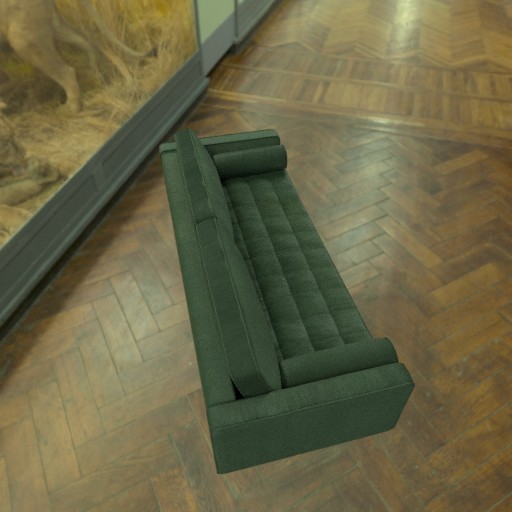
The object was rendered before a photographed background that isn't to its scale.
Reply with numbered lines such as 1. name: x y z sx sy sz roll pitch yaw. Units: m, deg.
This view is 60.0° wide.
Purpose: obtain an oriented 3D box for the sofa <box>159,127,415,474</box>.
1. sofa: 0.000 0.000 2.686 0.918 0.769 2.199 -10 46 -10
